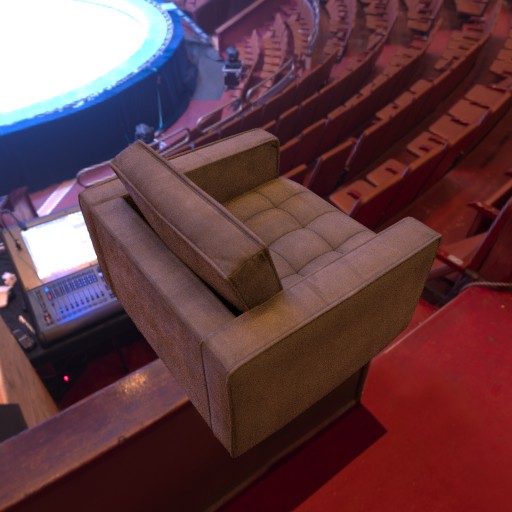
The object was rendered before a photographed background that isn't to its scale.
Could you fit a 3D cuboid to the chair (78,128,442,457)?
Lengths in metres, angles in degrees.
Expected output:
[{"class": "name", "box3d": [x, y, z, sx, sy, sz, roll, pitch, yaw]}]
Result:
[{"class": "chair", "box3d": [0.000, 0.000, 1.531, 0.843, 0.773, 0.928, -27, 49, -27]}]
